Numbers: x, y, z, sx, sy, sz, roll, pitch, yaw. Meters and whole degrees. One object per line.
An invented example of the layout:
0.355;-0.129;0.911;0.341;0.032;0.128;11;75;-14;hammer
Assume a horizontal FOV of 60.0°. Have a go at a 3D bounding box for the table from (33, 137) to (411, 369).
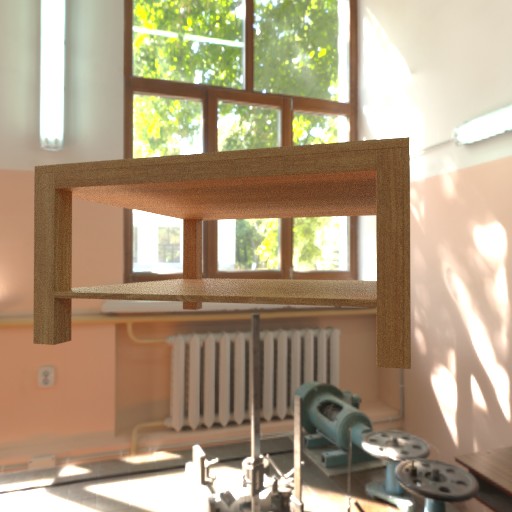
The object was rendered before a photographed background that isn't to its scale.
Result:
0.000;0.000;1.419;0.900;0.450;0.900;0;-1;17;table
